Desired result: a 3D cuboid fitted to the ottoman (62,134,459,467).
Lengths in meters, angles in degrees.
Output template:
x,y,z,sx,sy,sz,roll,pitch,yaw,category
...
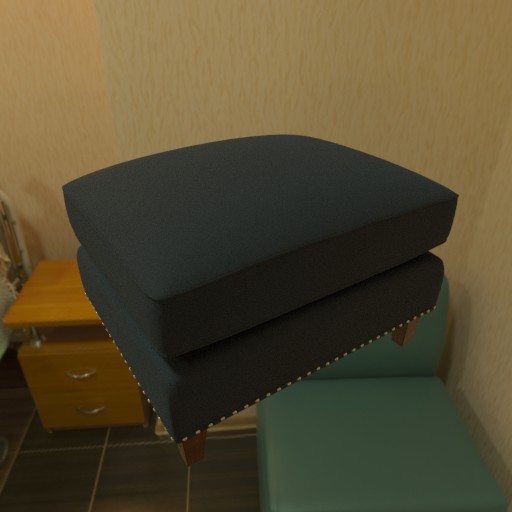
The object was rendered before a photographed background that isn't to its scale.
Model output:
x,y,z,sx,sy,sz,roll,pitch,yaw,category
0.000,0.000,1.102,0.741,0.513,0.584,-18,35,-29,ottoman
